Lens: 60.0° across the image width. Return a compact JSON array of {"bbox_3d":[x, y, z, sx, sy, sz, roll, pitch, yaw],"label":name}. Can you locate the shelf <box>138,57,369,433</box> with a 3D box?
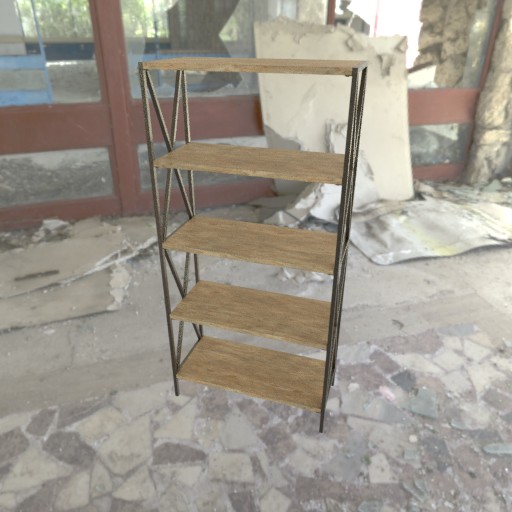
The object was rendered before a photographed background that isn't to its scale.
[{"bbox_3d":[0.000,0.000,2.239,0.874,1.803,0.386,9,29,16],"label":"shelf"}]
